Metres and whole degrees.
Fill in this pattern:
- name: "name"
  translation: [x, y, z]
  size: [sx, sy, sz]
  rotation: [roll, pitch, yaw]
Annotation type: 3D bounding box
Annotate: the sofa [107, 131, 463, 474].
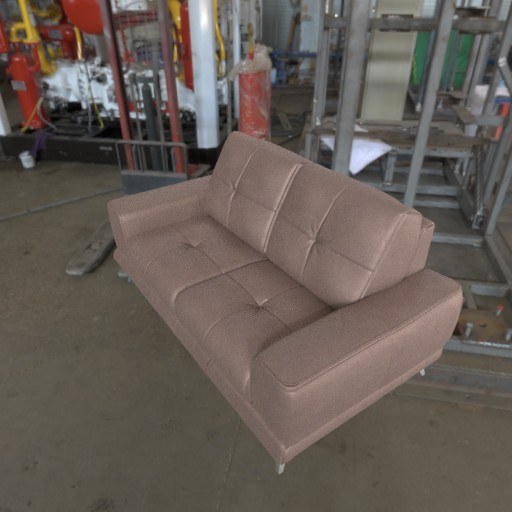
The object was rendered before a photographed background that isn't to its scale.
- name: "sofa"
  translation: [0.000, 0.000, 2.333]
  size: [1.018, 0.907, 1.806]
  rotation: [-21, 38, -29]
